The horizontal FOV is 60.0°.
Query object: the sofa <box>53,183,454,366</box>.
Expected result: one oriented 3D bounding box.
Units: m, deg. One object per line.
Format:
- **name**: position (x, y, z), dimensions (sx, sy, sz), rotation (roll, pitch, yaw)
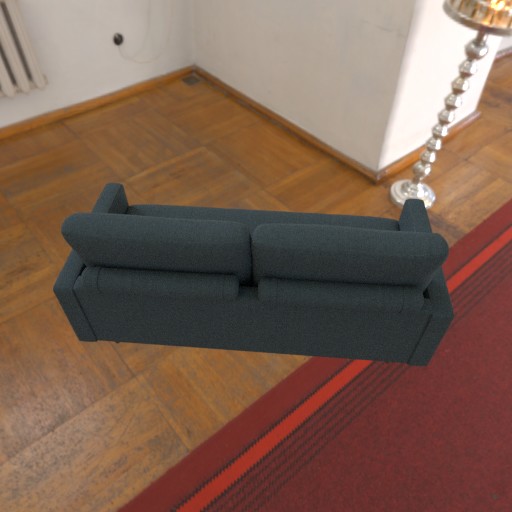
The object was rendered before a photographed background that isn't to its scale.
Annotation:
- **sofa**: position (0.000, 0.000, 2.590), dimensions (2.010, 1.050, 0.966), rotation (4, 47, 3)
